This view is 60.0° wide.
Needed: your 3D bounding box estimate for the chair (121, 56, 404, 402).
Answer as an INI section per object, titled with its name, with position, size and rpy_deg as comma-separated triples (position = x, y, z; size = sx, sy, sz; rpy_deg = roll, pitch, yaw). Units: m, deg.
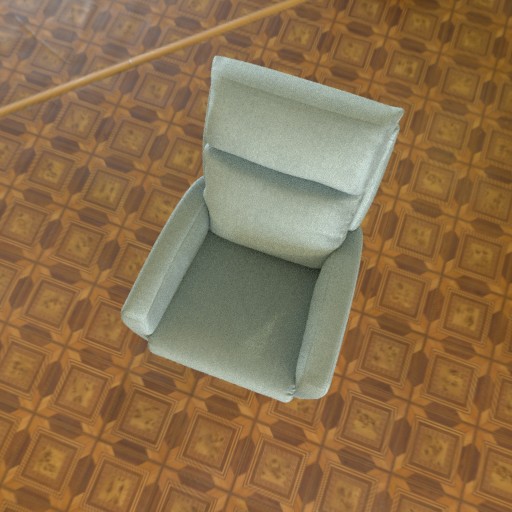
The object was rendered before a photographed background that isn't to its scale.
[chair]
position = 0.000, 0.000, 1.671
size = 0.812, 1.013, 0.940
rpy_deg = 19, 75, 5
